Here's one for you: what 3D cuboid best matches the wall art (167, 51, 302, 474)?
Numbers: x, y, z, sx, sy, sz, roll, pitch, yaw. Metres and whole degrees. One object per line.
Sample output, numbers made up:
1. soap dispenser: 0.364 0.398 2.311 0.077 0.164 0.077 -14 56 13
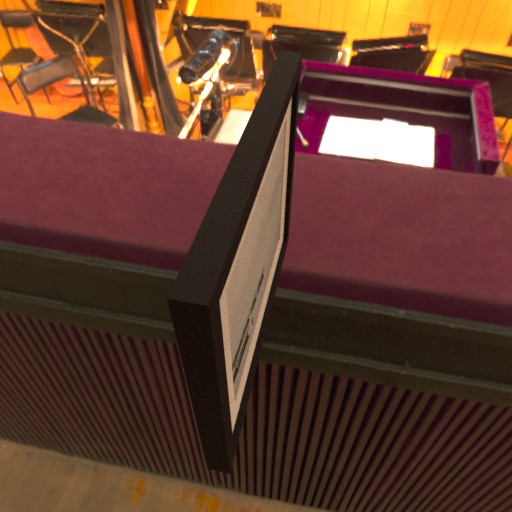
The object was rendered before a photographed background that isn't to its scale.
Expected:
1. wall art: 0.000 0.000 0.533 0.028 0.325 0.397 9 47 9
